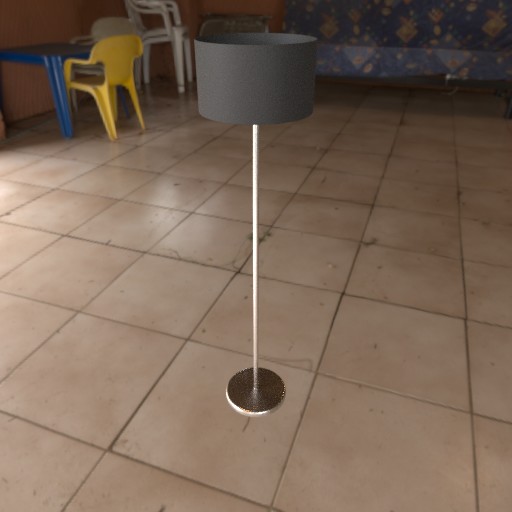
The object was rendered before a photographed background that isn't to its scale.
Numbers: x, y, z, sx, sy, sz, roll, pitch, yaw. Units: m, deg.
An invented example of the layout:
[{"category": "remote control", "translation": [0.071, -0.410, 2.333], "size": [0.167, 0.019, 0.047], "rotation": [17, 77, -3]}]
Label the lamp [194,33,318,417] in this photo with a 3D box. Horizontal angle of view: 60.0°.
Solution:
[{"category": "lamp", "translation": [0.000, 0.000, 1.630], "size": [0.348, 1.443, 0.348], "rotation": [10, 33, 16]}]
